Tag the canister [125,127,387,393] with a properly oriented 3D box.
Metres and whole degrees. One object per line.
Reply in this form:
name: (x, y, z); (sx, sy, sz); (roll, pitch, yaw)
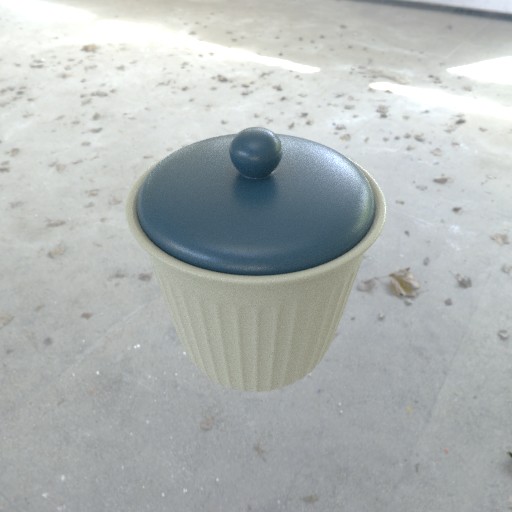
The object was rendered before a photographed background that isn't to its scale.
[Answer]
canister: (0.000, 0.000, 0.352); (0.181, 0.211, 0.181); (0, 41, 0)
